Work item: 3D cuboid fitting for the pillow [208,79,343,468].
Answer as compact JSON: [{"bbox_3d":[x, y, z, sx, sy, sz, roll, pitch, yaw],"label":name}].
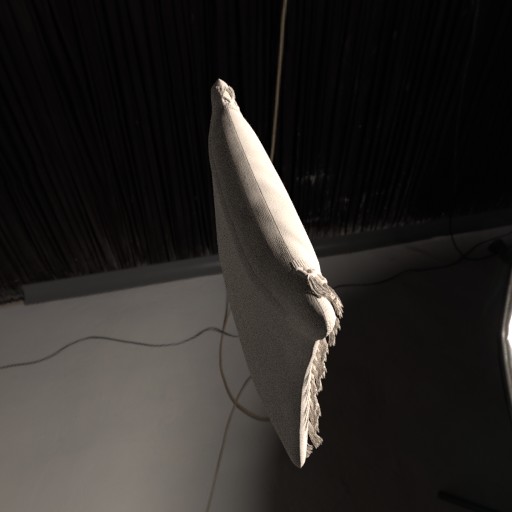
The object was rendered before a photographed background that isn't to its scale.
[{"bbox_3d":[0.000,0.000,0.602,0.084,0.305,0.466,-10,45,-10],"label":"pillow"}]
